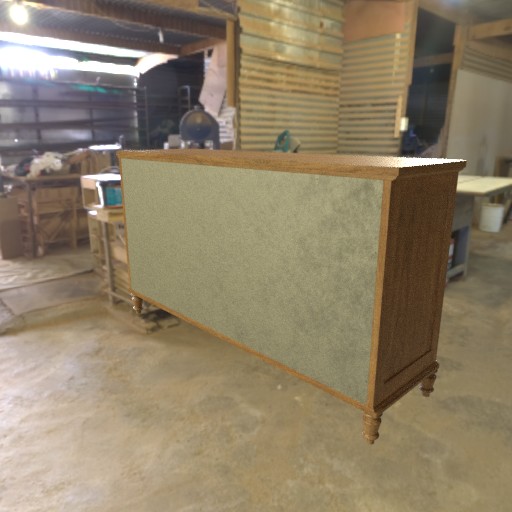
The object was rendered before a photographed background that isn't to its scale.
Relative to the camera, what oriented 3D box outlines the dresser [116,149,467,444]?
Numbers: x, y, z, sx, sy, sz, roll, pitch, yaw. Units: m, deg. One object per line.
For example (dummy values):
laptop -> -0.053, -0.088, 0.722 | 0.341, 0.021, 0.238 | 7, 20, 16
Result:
dresser -> 0.000, 0.000, 1.995 | 0.468, 0.892, 1.583 | -14, 21, -42
